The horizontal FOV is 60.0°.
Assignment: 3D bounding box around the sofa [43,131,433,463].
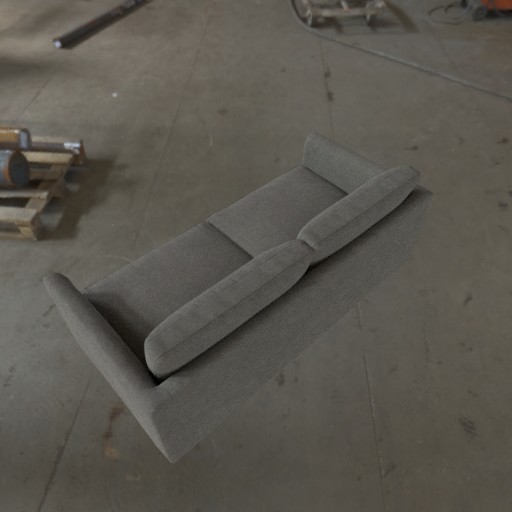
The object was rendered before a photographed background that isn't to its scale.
[{"bbox_3d":[0.000,0.000,2.850,2.257,0.838,1.092,-34,55,-28],"label":"sofa"}]
